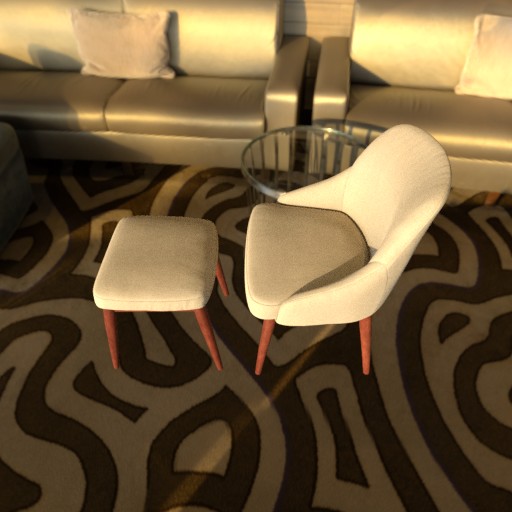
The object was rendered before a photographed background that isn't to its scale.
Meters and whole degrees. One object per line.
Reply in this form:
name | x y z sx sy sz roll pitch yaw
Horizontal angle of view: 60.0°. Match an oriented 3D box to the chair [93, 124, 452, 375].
chair | 0.000 0.000 1.597 1.114 0.866 0.584 1 43 1
